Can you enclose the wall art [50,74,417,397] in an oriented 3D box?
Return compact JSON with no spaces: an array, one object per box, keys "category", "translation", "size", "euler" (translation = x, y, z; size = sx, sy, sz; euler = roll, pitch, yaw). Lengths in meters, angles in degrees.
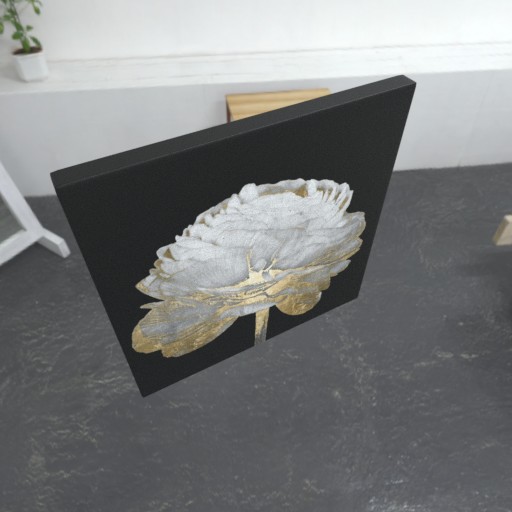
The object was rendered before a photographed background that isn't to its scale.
[{"category":"wall art","translation":[0.000,0.000,0.902],"size":[0.610,0.611,0.043],"euler":[-22,51,-19]}]
